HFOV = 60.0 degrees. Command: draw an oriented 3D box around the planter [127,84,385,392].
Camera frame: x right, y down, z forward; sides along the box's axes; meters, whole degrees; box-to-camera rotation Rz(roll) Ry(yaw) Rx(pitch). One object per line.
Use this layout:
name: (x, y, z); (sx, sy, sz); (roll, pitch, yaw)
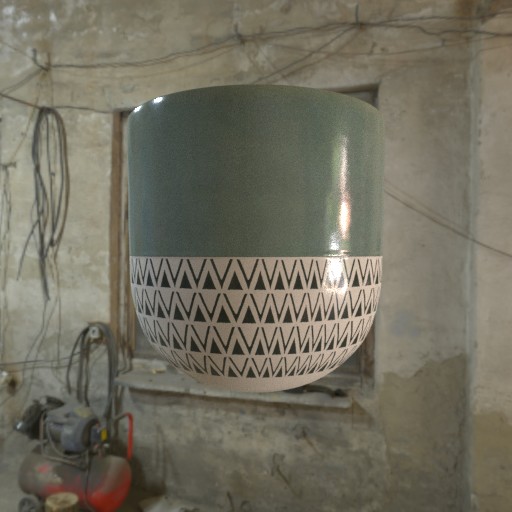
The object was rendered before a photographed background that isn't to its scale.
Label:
planter: (0.000, 0.000, 0.477); (0.266, 0.270, 0.266); (0, 0, 0)
